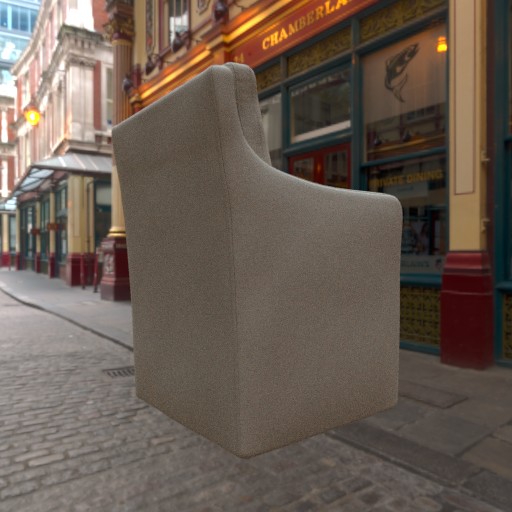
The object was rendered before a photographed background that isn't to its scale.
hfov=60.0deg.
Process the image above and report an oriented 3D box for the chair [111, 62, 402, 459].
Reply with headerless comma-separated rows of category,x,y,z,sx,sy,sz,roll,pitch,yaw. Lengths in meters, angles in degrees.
chair,0.000,0.000,1.359,0.694,0.914,0.626,0,0,-38
